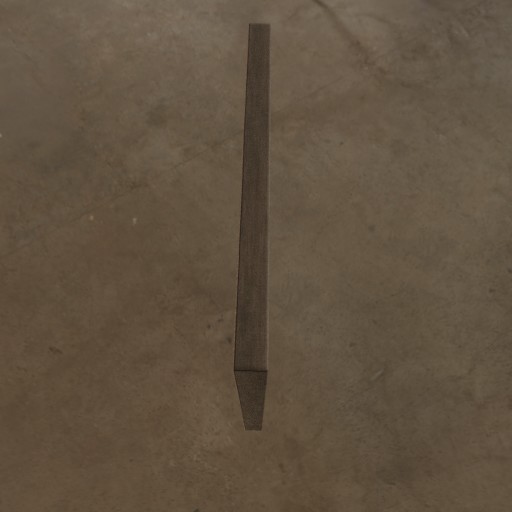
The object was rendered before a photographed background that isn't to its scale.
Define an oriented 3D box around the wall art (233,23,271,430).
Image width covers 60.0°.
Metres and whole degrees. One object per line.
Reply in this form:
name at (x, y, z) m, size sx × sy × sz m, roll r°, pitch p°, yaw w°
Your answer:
wall art at (0.000, 0.000, 1.121) m, size 0.050 × 0.751 × 0.749 m, roll 1°, pitch 63°, yaw 1°
